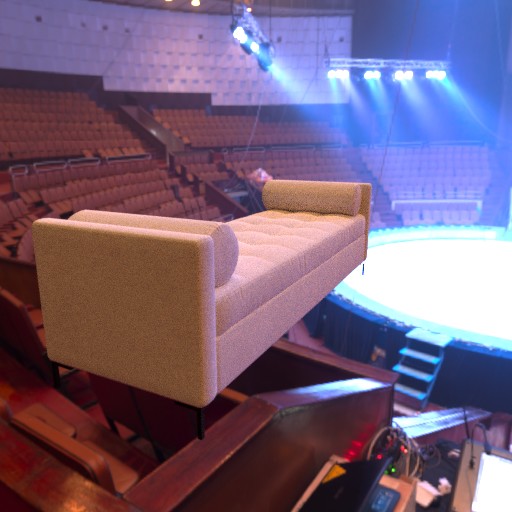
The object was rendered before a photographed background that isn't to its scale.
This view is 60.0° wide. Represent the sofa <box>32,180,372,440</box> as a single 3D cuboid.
[{"bbox_3d":[0.000,0.000,2.253,0.686,0.635,1.981,7,16,27],"label":"sofa"}]
